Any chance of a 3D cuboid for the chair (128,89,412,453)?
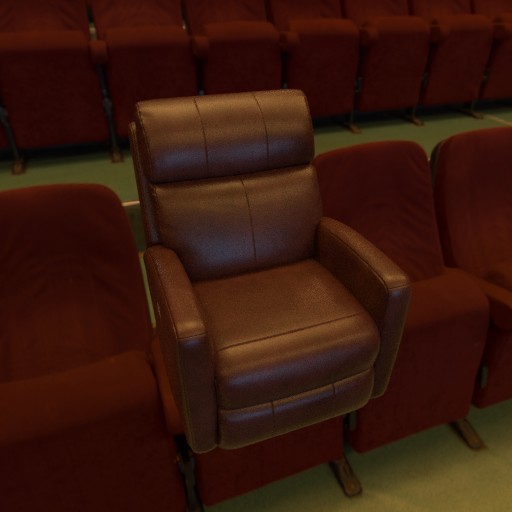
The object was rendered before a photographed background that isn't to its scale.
[{"bbox_3d":[0.000,0.000,1.654,0.787,1.016,0.939,-11,33,-17],"label":"chair"}]
